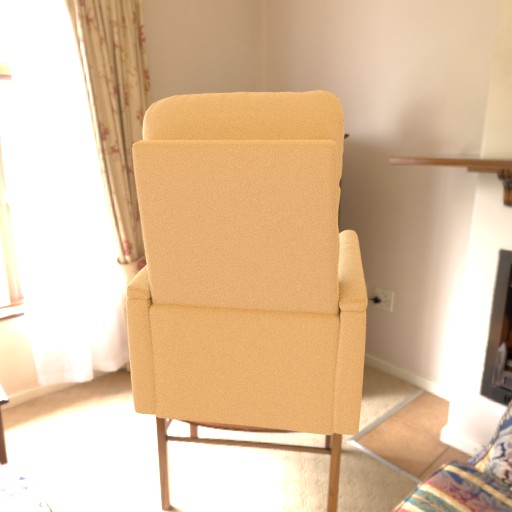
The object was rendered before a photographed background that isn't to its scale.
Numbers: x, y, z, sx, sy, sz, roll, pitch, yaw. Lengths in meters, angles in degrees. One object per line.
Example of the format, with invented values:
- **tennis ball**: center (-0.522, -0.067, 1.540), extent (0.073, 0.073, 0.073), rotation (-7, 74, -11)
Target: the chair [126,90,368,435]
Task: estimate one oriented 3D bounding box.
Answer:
- **chair**: center (0.000, 0.000, 1.630), extent (0.775, 1.082, 0.831), rotation (2, 14, 9)
